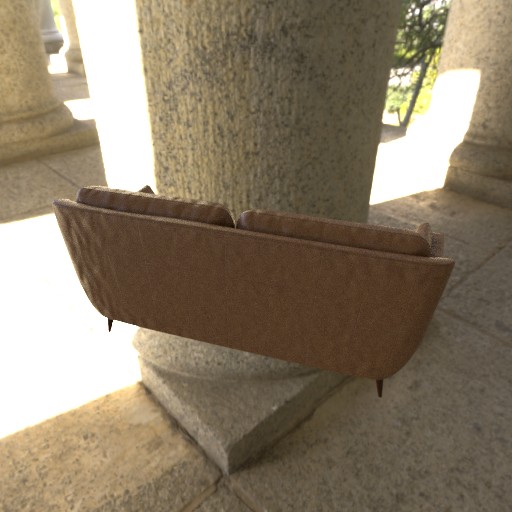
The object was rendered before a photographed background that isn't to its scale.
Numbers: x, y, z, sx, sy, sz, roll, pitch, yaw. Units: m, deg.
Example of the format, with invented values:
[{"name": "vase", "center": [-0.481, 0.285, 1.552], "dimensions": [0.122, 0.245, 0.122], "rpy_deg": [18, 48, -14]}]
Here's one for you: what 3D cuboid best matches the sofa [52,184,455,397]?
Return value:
[{"name": "sofa", "center": [0.000, 0.000, 2.387], "dimensions": [1.902, 0.839, 0.904], "rpy_deg": [10, 33, 15]}]
